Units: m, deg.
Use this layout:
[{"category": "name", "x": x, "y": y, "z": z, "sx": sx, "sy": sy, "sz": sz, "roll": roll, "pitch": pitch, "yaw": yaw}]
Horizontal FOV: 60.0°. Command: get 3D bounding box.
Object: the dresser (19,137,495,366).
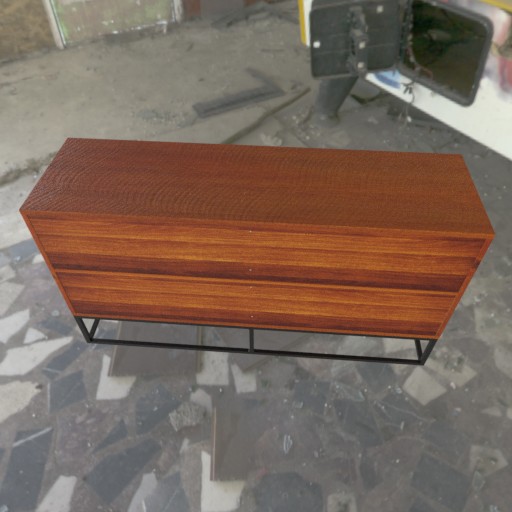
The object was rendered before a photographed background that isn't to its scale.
[{"category": "dresser", "x": 0.000, "y": 0.000, "z": 1.875, "sx": 1.536, "sy": 0.810, "sz": 0.464, "roll": 3, "pitch": 47, "yaw": 3}]
